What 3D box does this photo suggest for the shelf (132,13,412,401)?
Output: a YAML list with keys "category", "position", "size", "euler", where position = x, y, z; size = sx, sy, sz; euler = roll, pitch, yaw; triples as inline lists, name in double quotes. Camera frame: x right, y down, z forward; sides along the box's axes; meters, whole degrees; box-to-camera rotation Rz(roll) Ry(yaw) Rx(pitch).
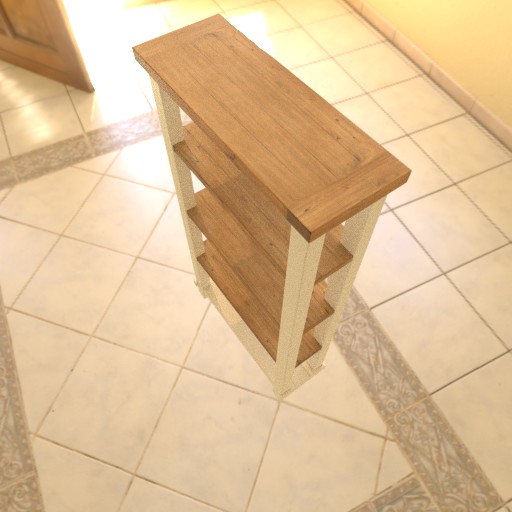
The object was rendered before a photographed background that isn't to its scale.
- category: "shelf"
  position: [0.000, 0.000, 2.238]
  size: [0.381, 1.878, 1.022]
  euler: [-31, 63, -18]
